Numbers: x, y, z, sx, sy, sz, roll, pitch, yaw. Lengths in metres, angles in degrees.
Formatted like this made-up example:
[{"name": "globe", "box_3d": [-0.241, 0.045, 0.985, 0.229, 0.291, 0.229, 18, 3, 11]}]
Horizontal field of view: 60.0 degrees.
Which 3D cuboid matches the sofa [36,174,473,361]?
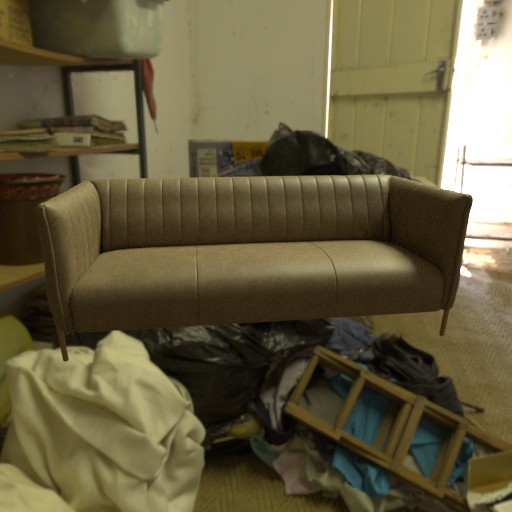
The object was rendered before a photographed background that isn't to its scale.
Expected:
[{"name": "sofa", "box_3d": [0.000, 0.000, 2.419, 1.980, 0.779, 0.876, -2, 17, -8]}]
